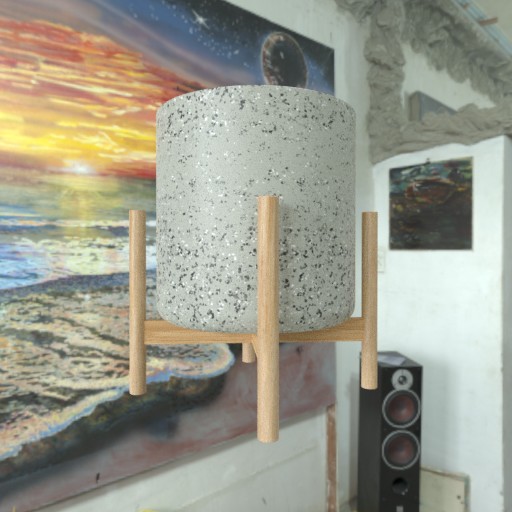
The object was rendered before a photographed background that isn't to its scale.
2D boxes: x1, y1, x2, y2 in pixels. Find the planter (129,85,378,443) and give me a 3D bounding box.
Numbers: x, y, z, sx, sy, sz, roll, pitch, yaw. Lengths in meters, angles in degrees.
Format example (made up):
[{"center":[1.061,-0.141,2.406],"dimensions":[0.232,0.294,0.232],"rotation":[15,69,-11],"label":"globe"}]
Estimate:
[{"center":[0.000,0.000,0.692],"dimensions":[0.360,0.419,0.360],"rotation":[0,1,18],"label":"planter"}]
